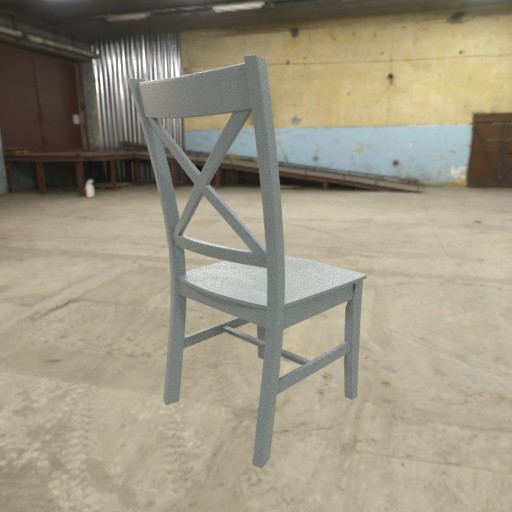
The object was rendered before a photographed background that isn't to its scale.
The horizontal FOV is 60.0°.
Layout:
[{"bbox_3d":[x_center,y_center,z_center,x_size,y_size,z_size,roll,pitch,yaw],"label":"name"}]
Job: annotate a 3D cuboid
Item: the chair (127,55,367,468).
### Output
[{"bbox_3d":[0.000,0.000,1.318,0.485,0.983,0.542,13,19,43],"label":"chair"}]
